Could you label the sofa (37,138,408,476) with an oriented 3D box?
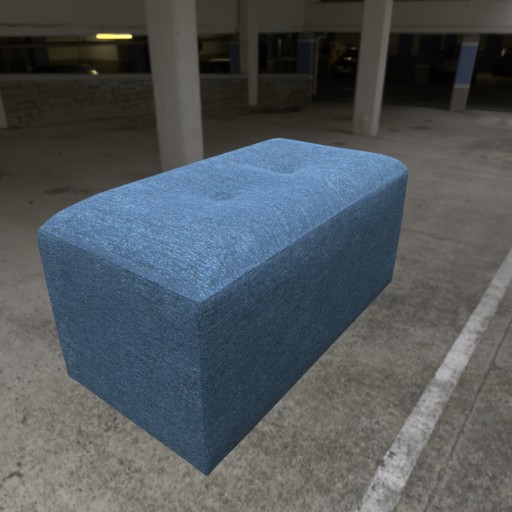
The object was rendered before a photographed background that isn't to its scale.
[{"bbox_3d":[0.000,0.000,1.194,0.480,0.470,0.930,19,33,32],"label":"sofa"}]
